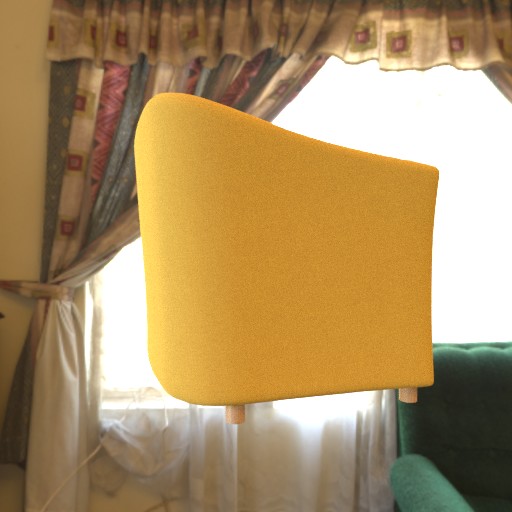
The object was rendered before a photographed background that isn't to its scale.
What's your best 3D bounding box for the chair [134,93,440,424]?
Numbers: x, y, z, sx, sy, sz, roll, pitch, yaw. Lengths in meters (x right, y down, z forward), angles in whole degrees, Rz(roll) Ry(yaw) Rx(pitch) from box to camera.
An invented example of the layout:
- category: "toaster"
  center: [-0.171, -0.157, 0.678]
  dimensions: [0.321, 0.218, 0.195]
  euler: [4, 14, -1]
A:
- category: "chair"
  center: [0.000, 0.000, 1.333]
  dimensions: [0.700, 0.720, 0.790]
  euler: [0, 0, -18]
